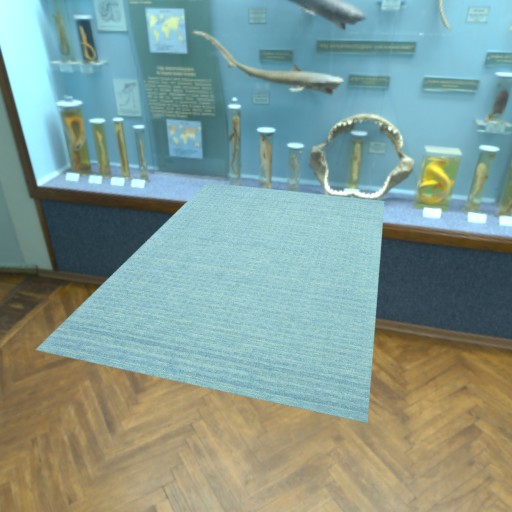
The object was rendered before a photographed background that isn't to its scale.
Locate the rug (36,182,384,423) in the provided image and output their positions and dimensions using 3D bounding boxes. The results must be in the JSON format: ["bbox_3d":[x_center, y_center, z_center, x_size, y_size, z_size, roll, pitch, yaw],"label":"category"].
[{"bbox_3d":[0.000,0.000,3.673,1.982,0.006,2.895,8,32,13],"label":"rug"}]
